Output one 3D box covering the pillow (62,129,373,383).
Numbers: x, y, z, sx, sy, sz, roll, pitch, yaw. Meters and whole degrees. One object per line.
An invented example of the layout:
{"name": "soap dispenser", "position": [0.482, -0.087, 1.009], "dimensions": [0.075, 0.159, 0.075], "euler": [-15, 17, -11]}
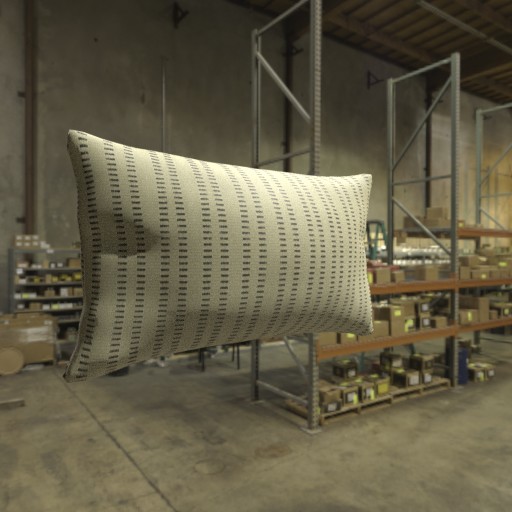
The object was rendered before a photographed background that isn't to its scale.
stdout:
{"name": "pillow", "position": [0.000, 0.000, 0.789], "dimensions": [0.640, 0.353, 0.210], "euler": [0, 1, -35]}
